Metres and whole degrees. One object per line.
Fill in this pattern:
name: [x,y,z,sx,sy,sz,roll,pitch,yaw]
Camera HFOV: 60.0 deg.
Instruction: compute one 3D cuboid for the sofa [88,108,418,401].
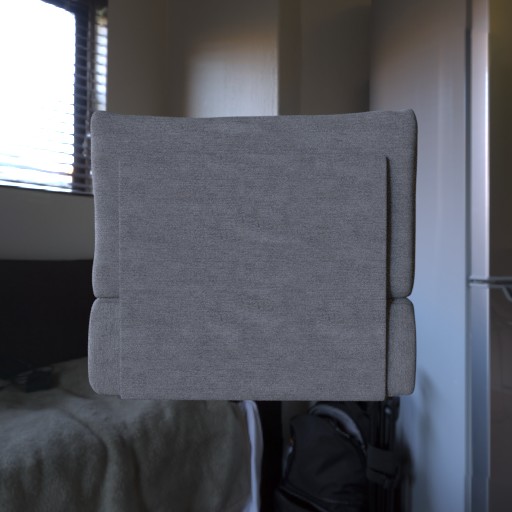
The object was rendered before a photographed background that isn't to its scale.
sofa: [0.000,0.000,1.911,0.930,0.820,1.450,0,0,1]
